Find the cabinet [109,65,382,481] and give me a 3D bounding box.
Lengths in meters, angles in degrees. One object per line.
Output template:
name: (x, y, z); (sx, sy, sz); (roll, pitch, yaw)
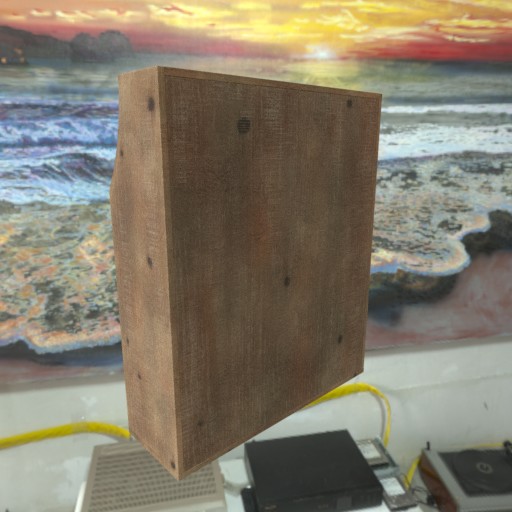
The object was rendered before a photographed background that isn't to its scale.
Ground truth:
cabinet: (0.000, 0.000, 0.828); (0.489, 0.590, 0.184); (-13, 19, -41)
